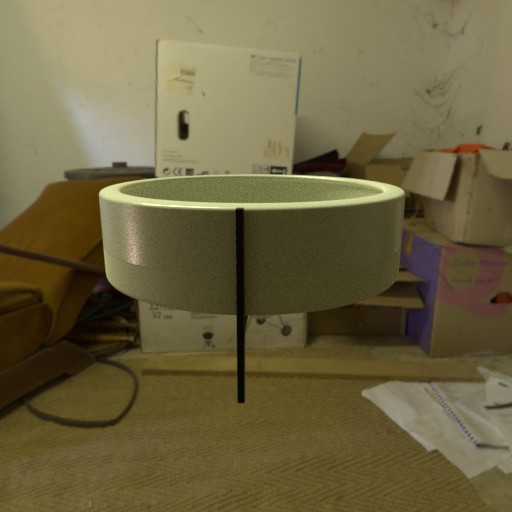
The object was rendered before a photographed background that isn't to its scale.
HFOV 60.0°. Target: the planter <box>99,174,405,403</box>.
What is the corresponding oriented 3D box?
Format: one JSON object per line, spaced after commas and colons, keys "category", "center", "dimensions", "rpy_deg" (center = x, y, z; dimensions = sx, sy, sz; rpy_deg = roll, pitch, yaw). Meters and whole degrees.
{"category": "planter", "center": [0.000, 0.000, 0.534], "dimensions": [0.345, 0.171, 0.336], "rpy_deg": [-7, 16, -26]}
